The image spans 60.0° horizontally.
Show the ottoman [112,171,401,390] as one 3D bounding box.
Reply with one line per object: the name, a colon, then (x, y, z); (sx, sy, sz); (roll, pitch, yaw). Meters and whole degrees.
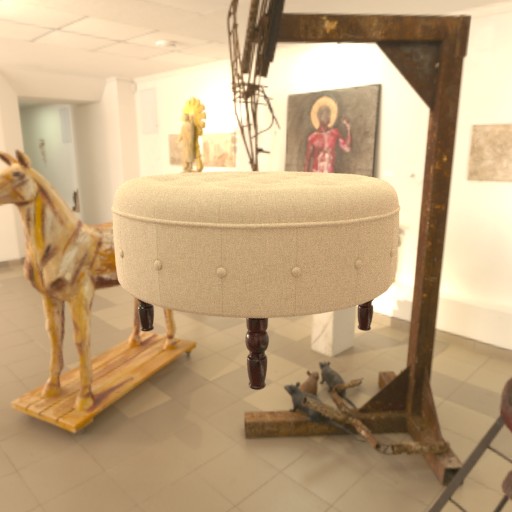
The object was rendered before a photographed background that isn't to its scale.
ottoman: (0.000, 0.000, 1.403); (0.848, 0.494, 0.848); (0, 14, 0)
